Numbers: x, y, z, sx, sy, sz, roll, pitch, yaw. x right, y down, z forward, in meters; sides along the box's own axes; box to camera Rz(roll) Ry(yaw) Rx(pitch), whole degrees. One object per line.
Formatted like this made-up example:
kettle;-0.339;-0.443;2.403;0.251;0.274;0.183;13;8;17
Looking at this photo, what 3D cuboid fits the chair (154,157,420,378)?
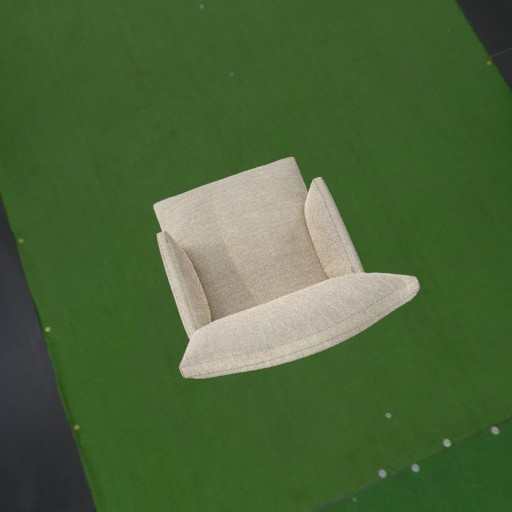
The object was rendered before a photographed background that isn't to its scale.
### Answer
chair;0.000;0.000;1.355;0.533;1.016;0.641;-20;77;-5
